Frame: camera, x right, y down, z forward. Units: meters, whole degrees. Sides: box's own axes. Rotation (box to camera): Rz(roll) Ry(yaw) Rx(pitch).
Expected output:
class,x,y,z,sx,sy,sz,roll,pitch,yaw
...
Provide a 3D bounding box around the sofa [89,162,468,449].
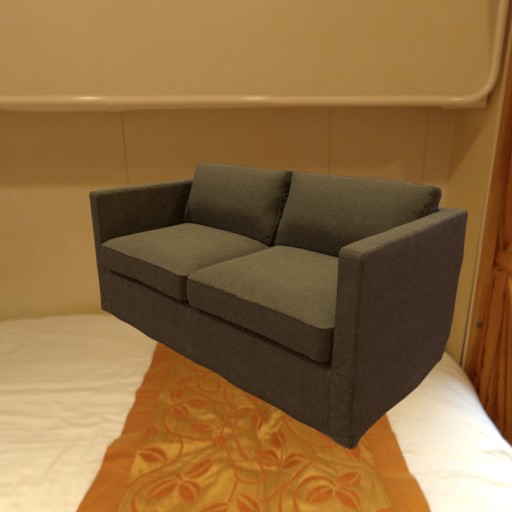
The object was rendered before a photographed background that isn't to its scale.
class,x,y,z,sx,sy,sz,roll,pitch,yaw
sofa,0.000,0.000,2.345,1.802,0.854,0.974,16,23,41
